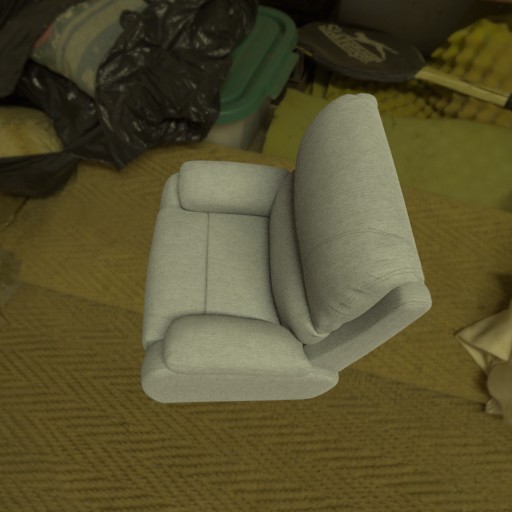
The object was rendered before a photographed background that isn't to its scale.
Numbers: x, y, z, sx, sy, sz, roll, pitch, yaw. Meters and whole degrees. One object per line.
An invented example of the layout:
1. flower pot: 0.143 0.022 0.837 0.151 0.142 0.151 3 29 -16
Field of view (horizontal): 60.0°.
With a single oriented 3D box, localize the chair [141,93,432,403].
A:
1. chair: 0.000 0.000 1.706 0.899 1.011 0.930 -1 57 -1
